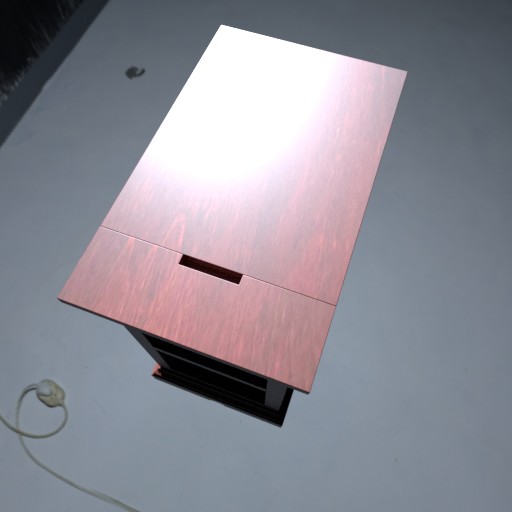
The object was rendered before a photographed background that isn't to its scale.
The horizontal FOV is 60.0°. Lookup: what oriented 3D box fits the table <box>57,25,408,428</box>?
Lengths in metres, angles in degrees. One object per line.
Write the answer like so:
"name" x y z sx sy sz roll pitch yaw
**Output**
"table" 0.000 0.000 0.963 0.356 0.612 0.584 18 65 9
